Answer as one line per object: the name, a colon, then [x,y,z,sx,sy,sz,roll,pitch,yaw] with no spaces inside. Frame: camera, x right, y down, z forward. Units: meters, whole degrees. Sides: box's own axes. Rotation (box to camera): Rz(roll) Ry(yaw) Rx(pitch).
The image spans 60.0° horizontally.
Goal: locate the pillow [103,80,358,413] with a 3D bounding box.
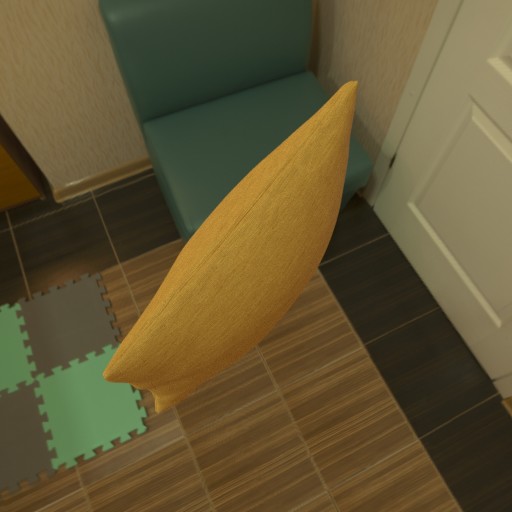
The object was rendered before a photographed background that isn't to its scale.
pillow: [0.000,0.000,0.812,0.210,0.354,0.634,32,68,15]
